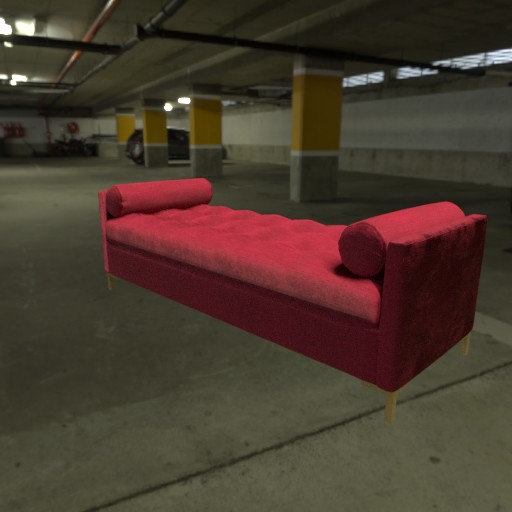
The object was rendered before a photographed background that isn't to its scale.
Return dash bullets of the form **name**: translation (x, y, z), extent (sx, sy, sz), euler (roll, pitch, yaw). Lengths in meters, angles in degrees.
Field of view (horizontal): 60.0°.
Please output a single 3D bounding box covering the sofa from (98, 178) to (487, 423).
- **sofa**: translation (0.000, 0.000, 2.431), extent (2.102, 0.705, 0.796), euler (14, 20, 43)
